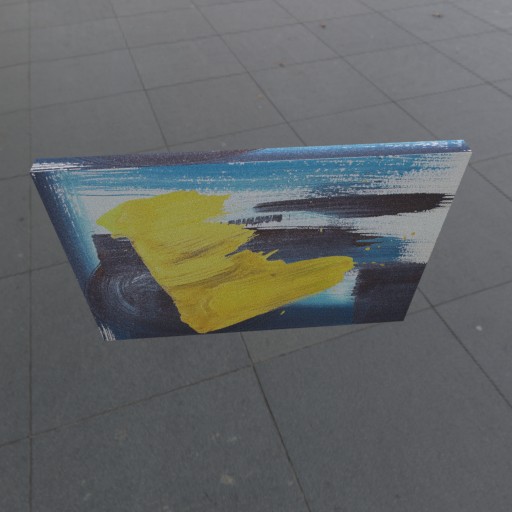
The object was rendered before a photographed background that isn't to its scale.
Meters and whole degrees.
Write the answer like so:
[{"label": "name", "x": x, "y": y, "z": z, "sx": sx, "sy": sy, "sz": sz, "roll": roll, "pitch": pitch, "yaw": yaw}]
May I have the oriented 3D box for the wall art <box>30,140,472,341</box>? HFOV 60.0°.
[{"label": "wall art", "x": 0.000, "y": 0.000, "z": 0.764, "sx": 0.609, "sy": 0.406, "sz": 0.033, "roll": -3, "pitch": 46, "yaw": -3}]
